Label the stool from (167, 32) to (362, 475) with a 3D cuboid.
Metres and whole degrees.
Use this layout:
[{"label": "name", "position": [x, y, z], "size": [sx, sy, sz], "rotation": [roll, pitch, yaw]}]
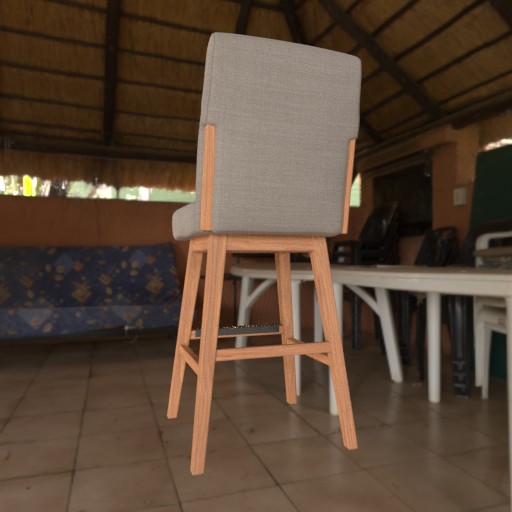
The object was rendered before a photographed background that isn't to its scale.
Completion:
[{"label": "stool", "position": [0.000, 0.000, 1.391], "size": [0.483, 1.112, 0.570], "rotation": [0, 0, -19]}]
